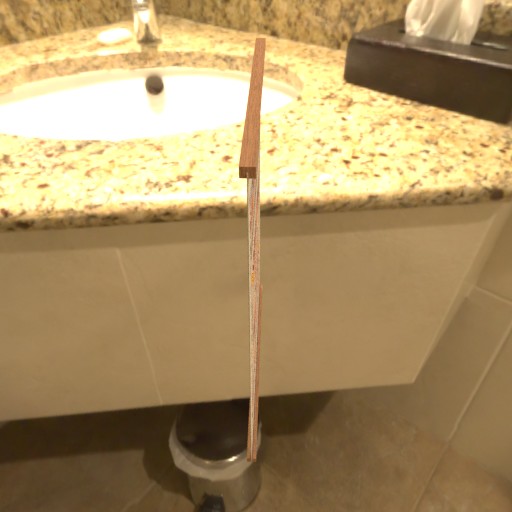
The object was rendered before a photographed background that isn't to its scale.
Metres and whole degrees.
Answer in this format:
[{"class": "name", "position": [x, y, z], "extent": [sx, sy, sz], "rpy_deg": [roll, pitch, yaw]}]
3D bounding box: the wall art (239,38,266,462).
[{"class": "wall art", "position": [0.000, 0.000, 1.325], "extent": [0.028, 1.016, 0.765], "rpy_deg": [1, 40, 2]}]
